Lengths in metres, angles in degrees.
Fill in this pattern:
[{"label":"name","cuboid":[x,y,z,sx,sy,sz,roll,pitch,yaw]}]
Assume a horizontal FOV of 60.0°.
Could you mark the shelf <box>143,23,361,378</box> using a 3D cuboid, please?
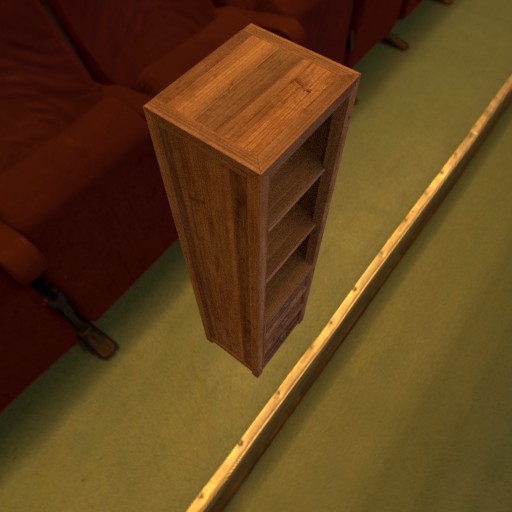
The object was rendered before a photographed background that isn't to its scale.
[{"label":"shelf","cuboid":[0.000,0.000,2.107,0.428,1.900,0.500,33,65,18]}]
